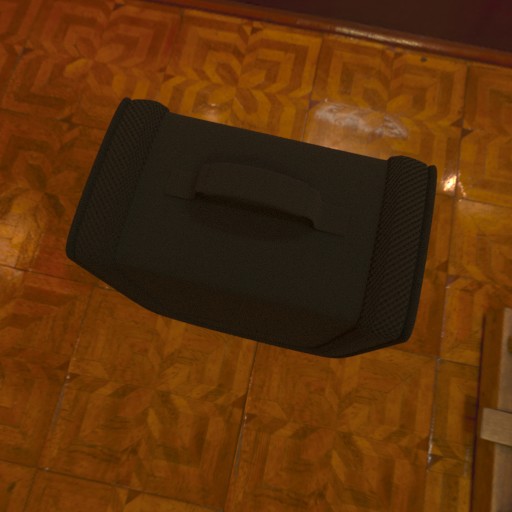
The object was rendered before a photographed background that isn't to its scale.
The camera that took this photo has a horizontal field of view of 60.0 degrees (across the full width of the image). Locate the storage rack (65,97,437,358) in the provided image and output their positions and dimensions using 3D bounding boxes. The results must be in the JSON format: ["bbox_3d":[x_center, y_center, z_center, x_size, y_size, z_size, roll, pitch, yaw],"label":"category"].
[{"bbox_3d":[0.000,0.000,0.532,0.297,0.387,0.168,14,75,4],"label":"storage rack"}]
